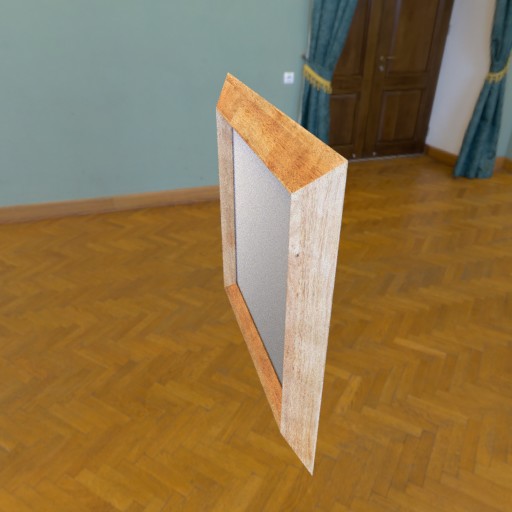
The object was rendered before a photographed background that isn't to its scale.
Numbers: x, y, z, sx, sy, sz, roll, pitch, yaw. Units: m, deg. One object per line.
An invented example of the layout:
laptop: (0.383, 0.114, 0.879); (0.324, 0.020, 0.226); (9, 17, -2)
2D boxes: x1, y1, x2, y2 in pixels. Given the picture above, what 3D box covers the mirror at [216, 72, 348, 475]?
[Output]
mirror: (0.000, 0.000, 0.972); (0.047, 0.651, 0.651); (-9, 33, -14)
